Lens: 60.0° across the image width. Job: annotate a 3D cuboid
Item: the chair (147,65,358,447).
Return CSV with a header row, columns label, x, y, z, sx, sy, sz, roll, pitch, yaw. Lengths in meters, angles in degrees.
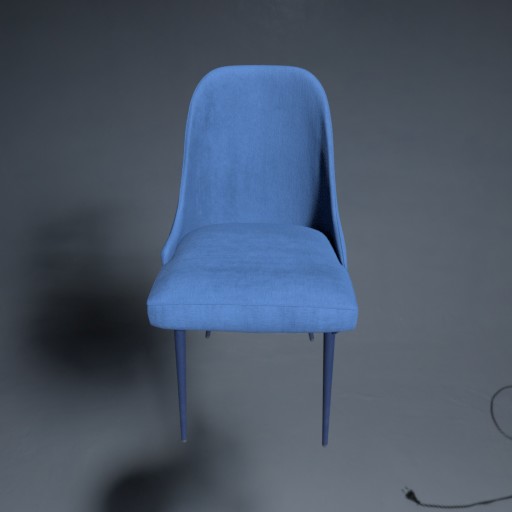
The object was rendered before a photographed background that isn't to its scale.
label,x,y,z,sx,sy,sz,roll,pitch,yaw
chair,0.000,0.000,1.199,0.478,0.896,0.559,1,29,2
